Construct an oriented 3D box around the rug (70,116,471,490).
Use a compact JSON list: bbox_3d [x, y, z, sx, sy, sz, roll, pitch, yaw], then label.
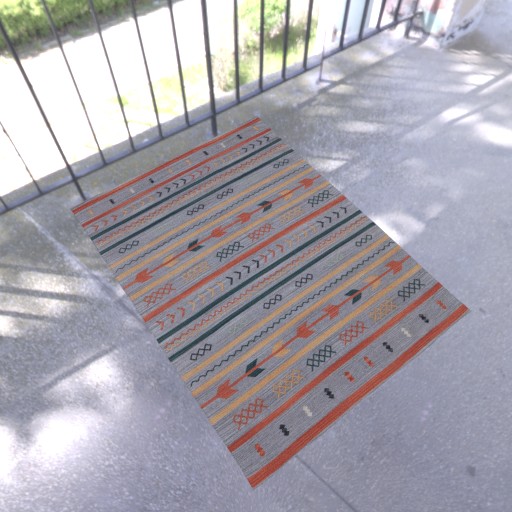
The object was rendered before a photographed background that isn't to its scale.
[{"bbox_3d":[0.000,0.000,4.007,2.263,0.022,3.029,-32,62,-19],"label":"rug"}]
